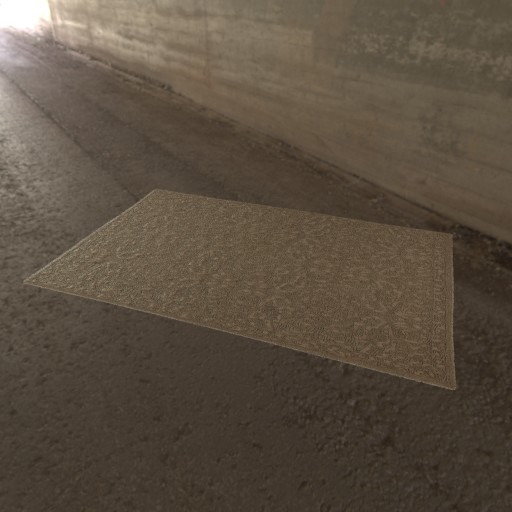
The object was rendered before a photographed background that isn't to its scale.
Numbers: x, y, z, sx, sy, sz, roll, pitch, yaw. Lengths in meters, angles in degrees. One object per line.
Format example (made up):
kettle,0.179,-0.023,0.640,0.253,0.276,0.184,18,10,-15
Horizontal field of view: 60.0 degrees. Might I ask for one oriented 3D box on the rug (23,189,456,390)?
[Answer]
rug,0.000,0.000,2.917,2.435,0.012,1.529,11,33,17
